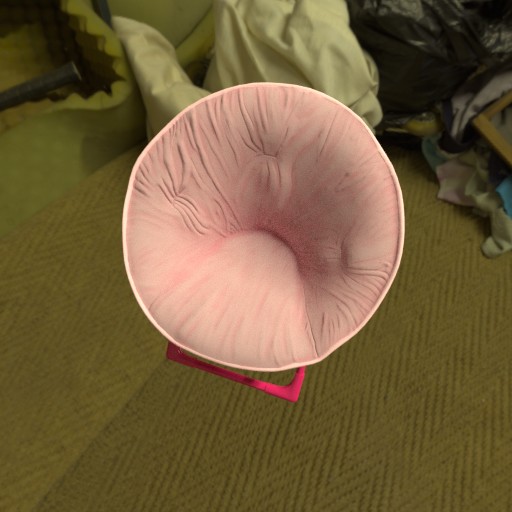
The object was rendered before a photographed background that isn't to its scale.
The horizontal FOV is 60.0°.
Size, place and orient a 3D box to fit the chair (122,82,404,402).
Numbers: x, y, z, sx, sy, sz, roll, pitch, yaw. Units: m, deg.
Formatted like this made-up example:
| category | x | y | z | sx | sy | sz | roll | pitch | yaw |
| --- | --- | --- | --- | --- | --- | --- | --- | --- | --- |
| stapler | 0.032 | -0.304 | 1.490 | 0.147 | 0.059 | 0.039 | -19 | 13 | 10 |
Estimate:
| category | x | y | z | sx | sy | sz | roll | pitch | yaw |
| --- | --- | --- | --- | --- | --- | --- | --- | --- | --- |
| chair | 0.000 | 0.000 | 0.900 | 0.522 | 0.494 | 0.459 | 16 | 58 | 10 |
